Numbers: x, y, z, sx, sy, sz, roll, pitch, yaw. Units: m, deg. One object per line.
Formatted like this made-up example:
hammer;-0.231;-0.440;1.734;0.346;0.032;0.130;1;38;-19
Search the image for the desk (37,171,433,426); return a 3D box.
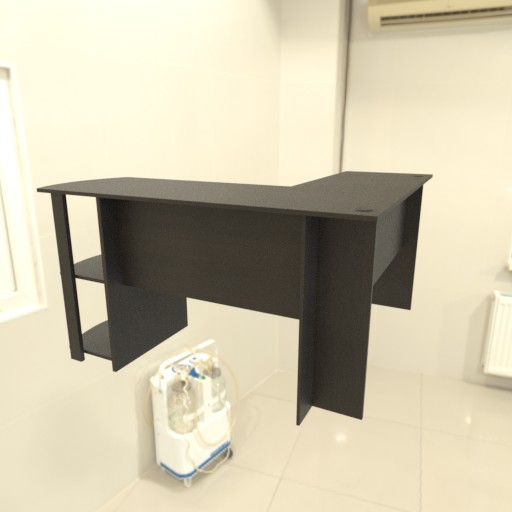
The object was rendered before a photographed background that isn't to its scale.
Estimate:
desk;0.000;0.000;2.093;1.361;0.716;1.303;8;17;26
